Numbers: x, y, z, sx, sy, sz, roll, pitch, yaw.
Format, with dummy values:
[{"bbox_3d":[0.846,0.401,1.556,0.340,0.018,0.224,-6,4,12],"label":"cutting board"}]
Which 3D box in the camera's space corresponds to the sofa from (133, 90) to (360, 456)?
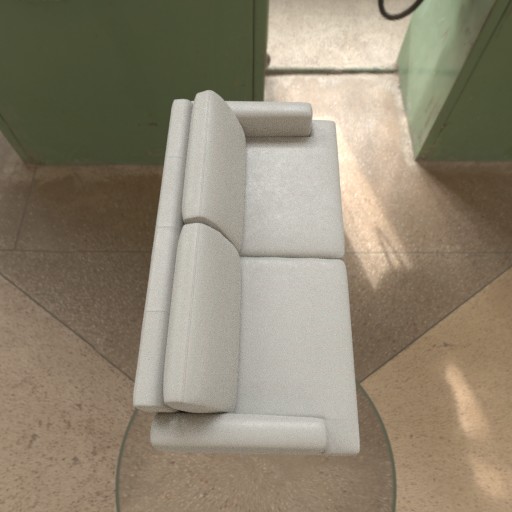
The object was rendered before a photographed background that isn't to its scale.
[{"bbox_3d":[0.000,0.000,2.370,0.974,0.765,1.940,1,64,0],"label":"sofa"}]
